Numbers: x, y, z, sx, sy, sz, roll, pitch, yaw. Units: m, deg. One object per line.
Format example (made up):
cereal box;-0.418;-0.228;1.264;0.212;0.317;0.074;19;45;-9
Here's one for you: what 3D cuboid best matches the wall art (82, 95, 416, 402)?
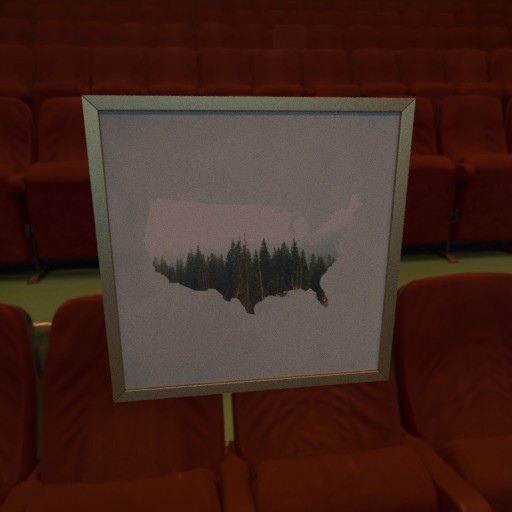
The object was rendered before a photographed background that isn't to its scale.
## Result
wall art;0.000;0.000;1.129;0.762;0.762;0.038;-2;17;-8
